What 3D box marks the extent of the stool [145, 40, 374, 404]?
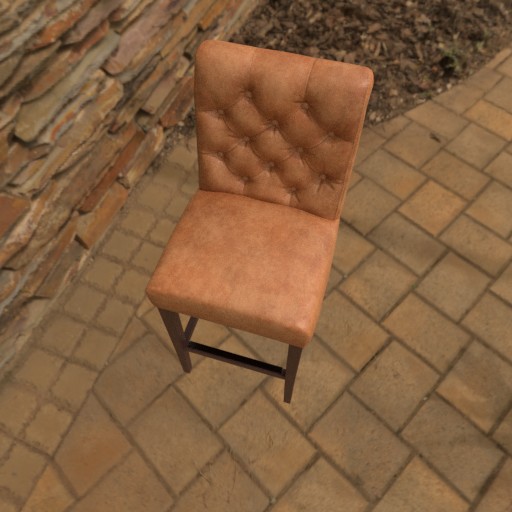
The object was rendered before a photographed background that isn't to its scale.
[{"bbox_3d":[0.000,0.000,1.474,0.493,1.140,0.601,14,59,9],"label":"stool"}]
